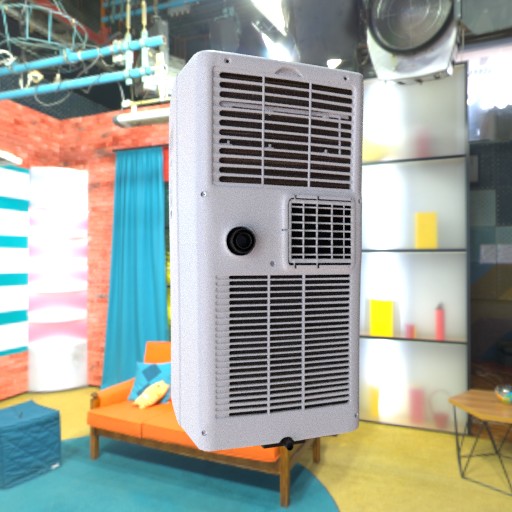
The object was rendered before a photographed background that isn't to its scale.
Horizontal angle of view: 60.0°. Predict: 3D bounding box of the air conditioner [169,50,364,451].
[{"bbox_3d":[0.000,0.000,0.816,0.304,0.606,0.349,0,-1,-18],"label":"air conditioner"}]
